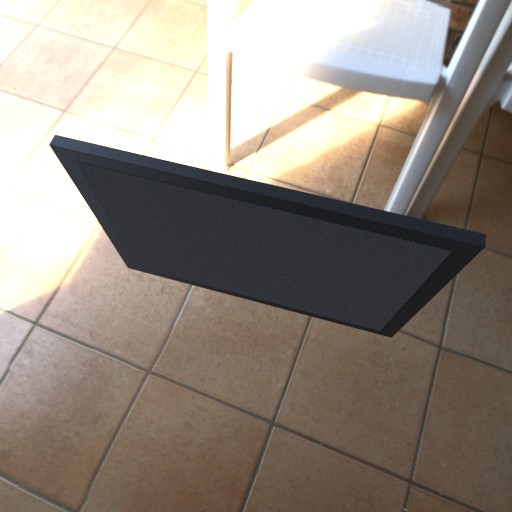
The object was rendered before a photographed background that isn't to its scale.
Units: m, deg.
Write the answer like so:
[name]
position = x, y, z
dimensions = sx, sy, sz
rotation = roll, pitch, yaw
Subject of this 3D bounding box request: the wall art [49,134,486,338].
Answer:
[wall art]
position = 0.000, 0.000, 0.564
dimensions = 0.432, 0.306, 0.016
rotation = 14, 65, 7
